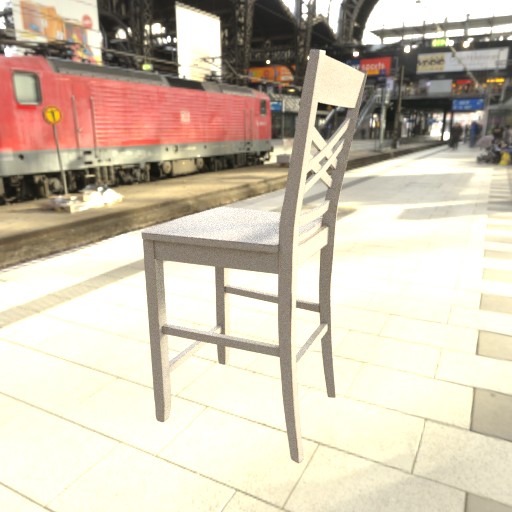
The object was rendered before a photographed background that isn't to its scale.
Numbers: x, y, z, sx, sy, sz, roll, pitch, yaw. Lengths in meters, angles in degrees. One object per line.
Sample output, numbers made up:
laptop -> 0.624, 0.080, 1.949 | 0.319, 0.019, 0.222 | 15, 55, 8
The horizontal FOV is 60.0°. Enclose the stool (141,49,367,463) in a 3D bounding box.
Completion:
stool -> 0.000, 0.000, 1.368 | 0.539, 1.079, 0.462 | 8, 18, 24
